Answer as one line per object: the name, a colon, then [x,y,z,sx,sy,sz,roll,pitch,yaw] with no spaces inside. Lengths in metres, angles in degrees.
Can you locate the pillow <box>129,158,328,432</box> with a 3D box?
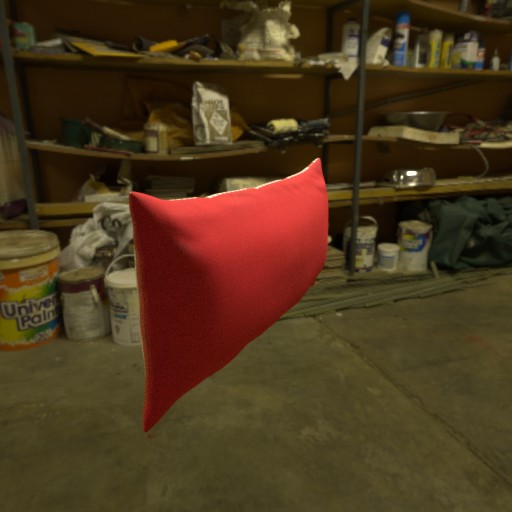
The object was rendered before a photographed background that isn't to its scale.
pillow: [0.000,0.000,0.759,0.151,0.297,0.608,8,17,25]
